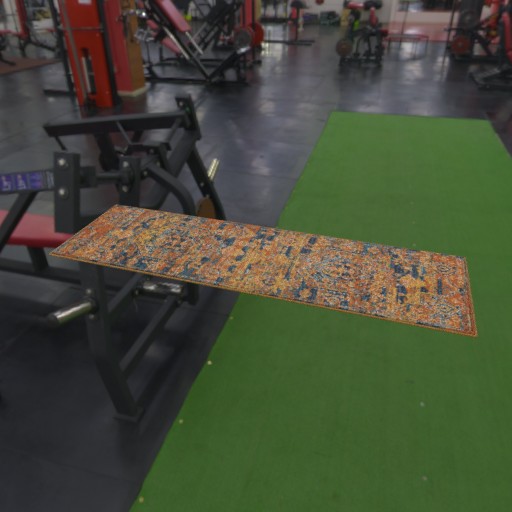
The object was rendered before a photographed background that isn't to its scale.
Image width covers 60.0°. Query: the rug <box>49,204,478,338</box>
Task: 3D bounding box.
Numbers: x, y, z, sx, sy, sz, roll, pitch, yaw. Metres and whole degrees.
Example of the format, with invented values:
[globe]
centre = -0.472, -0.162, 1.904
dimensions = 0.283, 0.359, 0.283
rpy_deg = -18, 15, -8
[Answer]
[rug]
centre = 0.000, 0.000, 2.019
dimensions = 1.820, 0.013, 0.556
rpy_deg = 10, 33, 15
